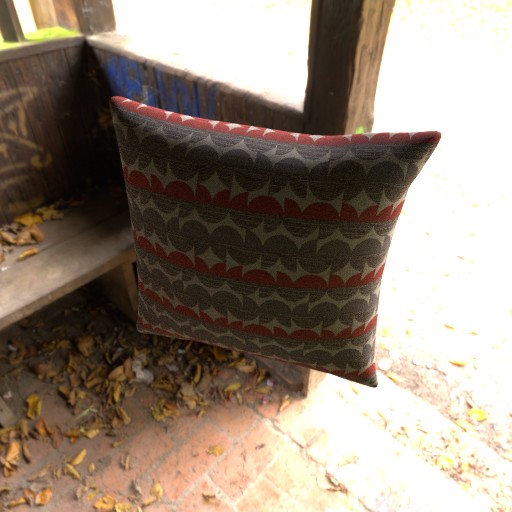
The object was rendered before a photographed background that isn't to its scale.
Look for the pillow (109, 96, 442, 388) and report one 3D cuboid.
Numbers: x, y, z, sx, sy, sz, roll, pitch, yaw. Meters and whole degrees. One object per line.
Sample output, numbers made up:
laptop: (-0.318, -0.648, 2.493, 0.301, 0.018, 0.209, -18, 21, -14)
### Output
pillow: (0.000, 0.000, 0.644, 0.420, 0.410, 0.180, 10, 42, 11)
